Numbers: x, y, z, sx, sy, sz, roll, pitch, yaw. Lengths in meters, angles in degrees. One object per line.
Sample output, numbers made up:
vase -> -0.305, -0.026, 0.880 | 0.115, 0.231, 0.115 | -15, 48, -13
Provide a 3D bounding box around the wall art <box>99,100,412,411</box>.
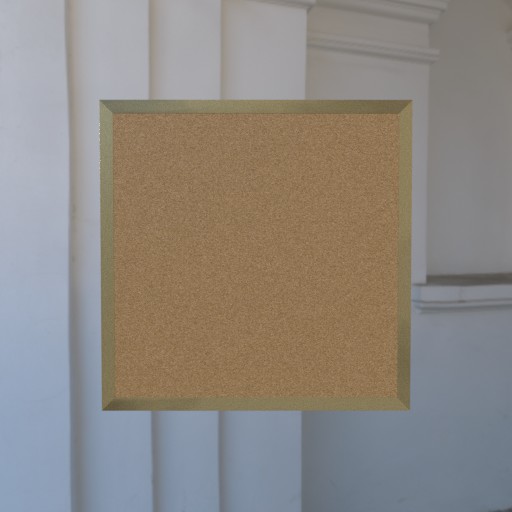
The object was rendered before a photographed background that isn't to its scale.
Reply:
wall art -> 0.000, 0.000, 0.453 | 0.304, 0.305, 0.038 | 0, 1, 0
